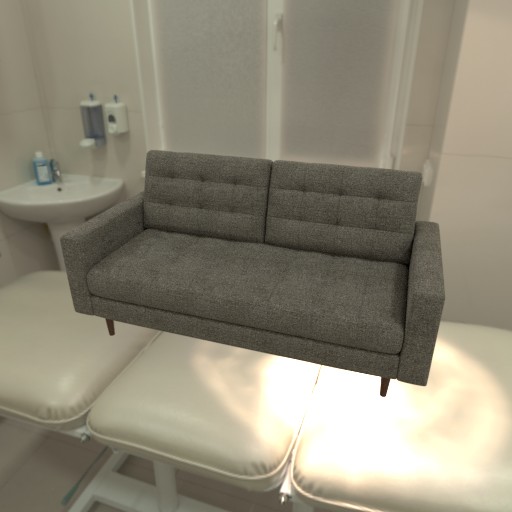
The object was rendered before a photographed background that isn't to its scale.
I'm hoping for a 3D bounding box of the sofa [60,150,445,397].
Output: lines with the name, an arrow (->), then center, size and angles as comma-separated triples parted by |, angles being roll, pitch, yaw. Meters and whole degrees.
sofa -> 0.000, 0.000, 2.379 | 1.821, 0.902, 0.863 | 8, 27, 17
